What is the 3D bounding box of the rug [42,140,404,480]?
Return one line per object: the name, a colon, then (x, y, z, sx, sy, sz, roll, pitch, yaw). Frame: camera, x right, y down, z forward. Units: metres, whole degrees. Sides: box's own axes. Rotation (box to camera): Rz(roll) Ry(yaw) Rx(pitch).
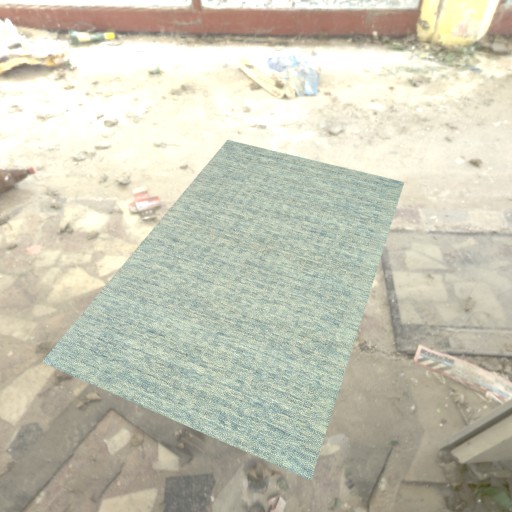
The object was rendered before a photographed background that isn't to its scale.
rug: (0.000, 0.000, 2.193, 1.142, 0.006, 1.752, 17, 50, 15)
